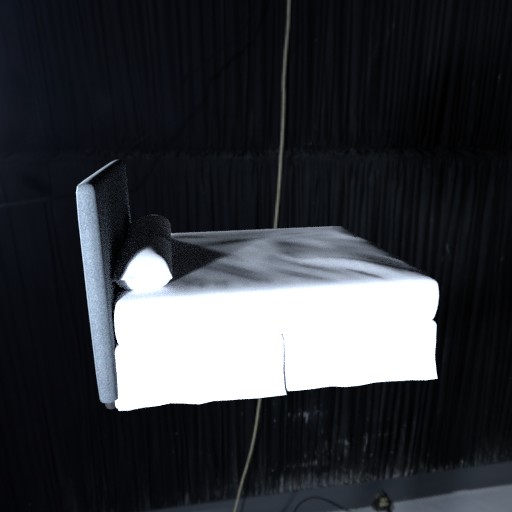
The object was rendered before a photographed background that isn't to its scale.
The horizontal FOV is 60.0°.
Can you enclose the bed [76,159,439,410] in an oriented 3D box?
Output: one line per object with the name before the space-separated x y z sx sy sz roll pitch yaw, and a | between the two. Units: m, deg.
bed | 0.000 0.000 3.296 2.142 1.330 1.713 -3 17 -11
